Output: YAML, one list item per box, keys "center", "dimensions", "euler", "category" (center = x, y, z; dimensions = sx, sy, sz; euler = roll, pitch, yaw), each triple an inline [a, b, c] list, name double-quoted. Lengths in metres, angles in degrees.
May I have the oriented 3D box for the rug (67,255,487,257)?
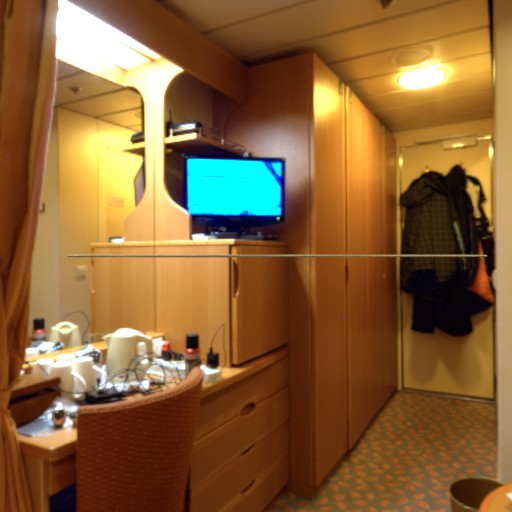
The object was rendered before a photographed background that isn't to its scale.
- center: [0.000, 0.000, 3.953]
  dimensions: [2.895, 0.018, 2.288]
  euler: [0, 0, -18]
  category: "rug"
